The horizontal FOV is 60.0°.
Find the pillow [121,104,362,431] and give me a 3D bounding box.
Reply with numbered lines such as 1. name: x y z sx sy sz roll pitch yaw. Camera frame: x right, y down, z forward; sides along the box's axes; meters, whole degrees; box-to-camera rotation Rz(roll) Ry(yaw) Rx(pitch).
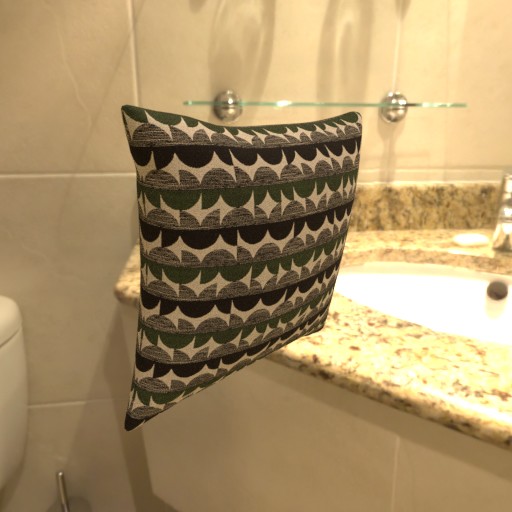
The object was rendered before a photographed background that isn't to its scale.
1. pillow: 0.000 0.000 0.641 0.419 0.404 0.180 -16 23 -42
